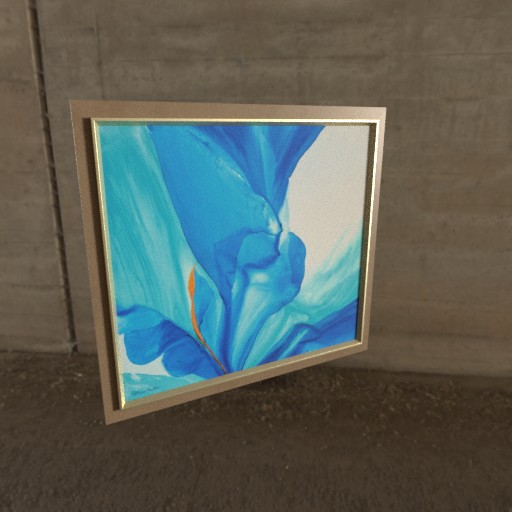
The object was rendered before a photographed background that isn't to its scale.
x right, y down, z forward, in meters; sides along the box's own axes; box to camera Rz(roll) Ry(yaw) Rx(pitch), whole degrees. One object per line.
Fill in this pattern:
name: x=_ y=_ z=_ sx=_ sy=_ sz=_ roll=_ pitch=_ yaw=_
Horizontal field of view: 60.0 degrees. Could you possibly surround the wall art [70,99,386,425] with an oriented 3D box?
wall art: x=0.000 y=0.000 z=1.644 sx=1.168 sy=1.067 sz=0.025 roll=-8 pitch=18 yaw=-26
